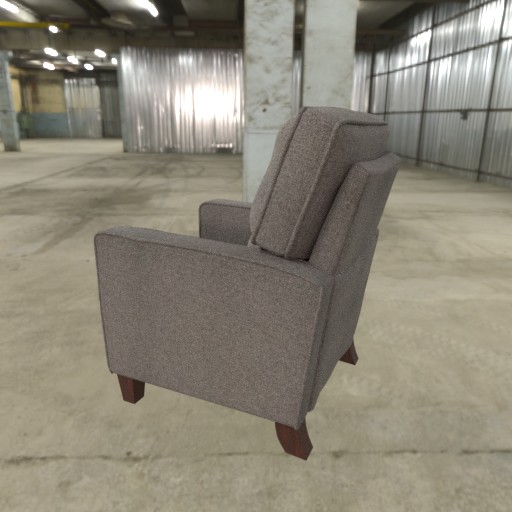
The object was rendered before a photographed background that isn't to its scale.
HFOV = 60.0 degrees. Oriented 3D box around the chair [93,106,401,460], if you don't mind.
[{"bbox_3d":[0.000,0.000,1.405,0.775,0.889,0.650,8,18,24],"label":"chair"}]
